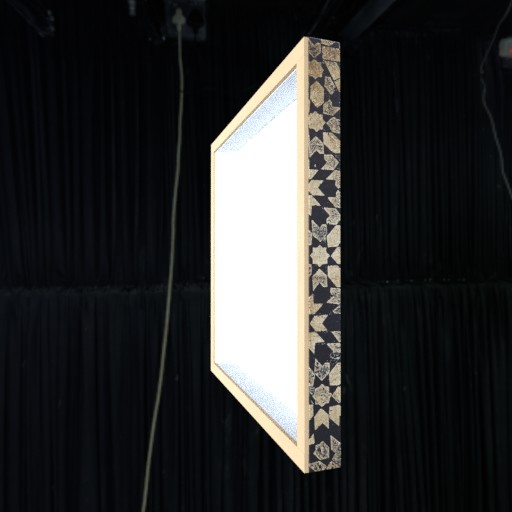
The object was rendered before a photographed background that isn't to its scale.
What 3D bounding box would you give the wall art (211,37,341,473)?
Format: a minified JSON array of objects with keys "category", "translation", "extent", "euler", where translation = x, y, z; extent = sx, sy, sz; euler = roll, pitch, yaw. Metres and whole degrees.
[{"category":"wall art","translation":[0.000,0.000,0.608],"extent":[0.038,0.405,0.405],"euler":[0,-1,-18]}]
